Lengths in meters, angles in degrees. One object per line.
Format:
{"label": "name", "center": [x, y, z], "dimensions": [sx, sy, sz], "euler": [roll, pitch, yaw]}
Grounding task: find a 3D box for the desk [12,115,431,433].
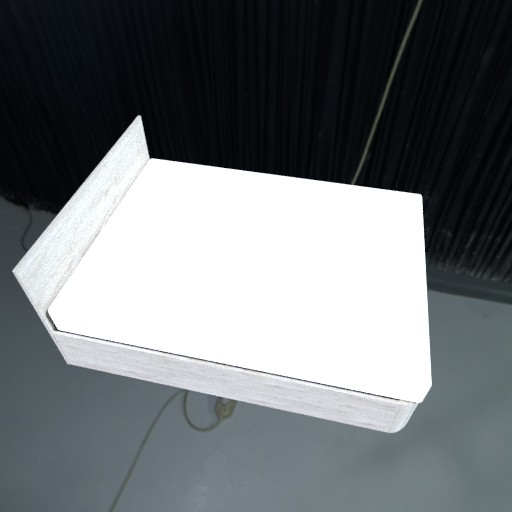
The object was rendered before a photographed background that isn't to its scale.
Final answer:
{"label": "desk", "center": [0.000, 0.000, 2.580], "dimensions": [1.900, 0.800, 1.400], "euler": [9, 47, 9]}
